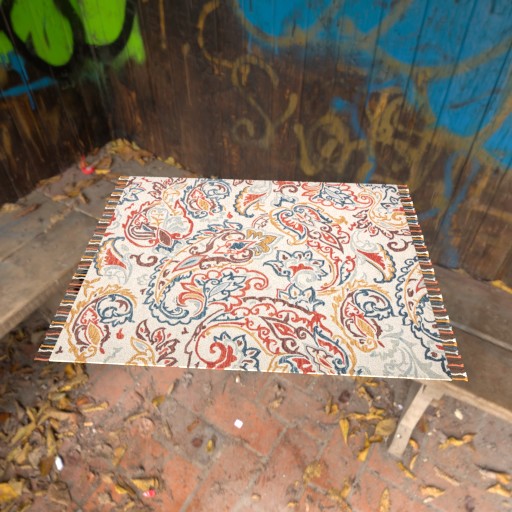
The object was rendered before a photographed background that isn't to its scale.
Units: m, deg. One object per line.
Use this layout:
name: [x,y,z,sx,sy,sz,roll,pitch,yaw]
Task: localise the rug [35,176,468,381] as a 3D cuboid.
rug: [0.000,0.000,4.198,3.274,0.015,2.439,2,45,2]
